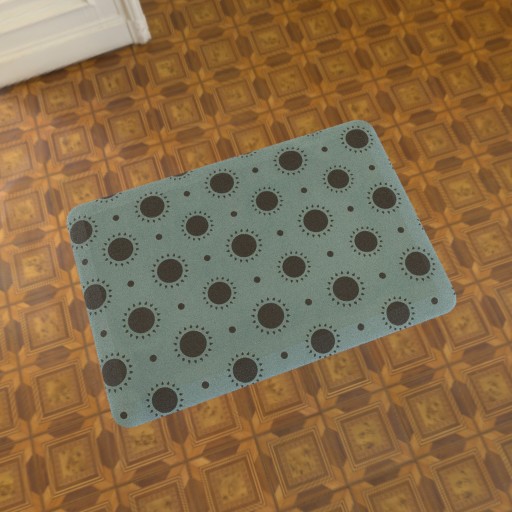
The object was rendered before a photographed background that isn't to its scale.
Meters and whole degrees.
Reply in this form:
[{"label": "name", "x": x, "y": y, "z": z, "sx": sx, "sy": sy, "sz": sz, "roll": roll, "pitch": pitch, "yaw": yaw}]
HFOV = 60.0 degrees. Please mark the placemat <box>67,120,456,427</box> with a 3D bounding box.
[{"label": "placemat", "x": 0.000, "y": 0.000, "z": 0.979, "sx": 0.762, "sy": 0.021, "sz": 0.508, "roll": -18, "pitch": 73, "yaw": -6}]
